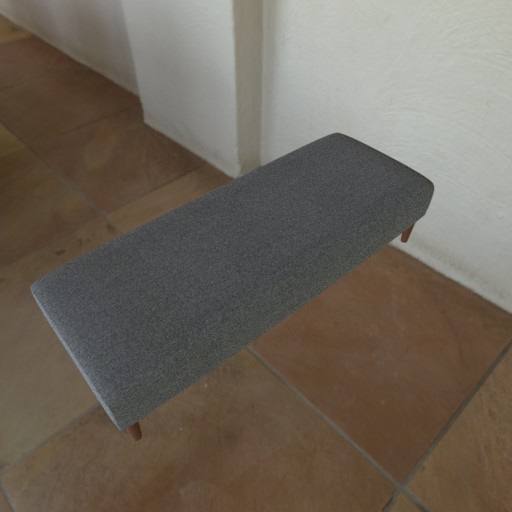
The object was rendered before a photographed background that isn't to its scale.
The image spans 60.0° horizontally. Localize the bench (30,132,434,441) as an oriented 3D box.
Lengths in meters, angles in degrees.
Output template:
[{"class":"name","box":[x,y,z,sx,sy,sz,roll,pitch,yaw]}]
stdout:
[{"class":"bench","box":[0.000,0.000,1.859,1.598,0.384,0.631,-31,53,-27]}]
